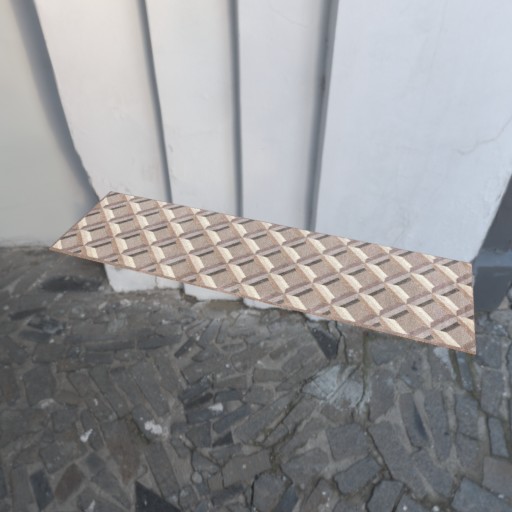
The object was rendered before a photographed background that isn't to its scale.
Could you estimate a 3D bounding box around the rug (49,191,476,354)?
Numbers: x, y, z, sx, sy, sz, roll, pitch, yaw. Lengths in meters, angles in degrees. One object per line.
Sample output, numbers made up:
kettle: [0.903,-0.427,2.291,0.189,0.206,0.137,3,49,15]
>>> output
rug: [0.000,0.000,2.644,2.437,0.013,0.685,12,42,14]
